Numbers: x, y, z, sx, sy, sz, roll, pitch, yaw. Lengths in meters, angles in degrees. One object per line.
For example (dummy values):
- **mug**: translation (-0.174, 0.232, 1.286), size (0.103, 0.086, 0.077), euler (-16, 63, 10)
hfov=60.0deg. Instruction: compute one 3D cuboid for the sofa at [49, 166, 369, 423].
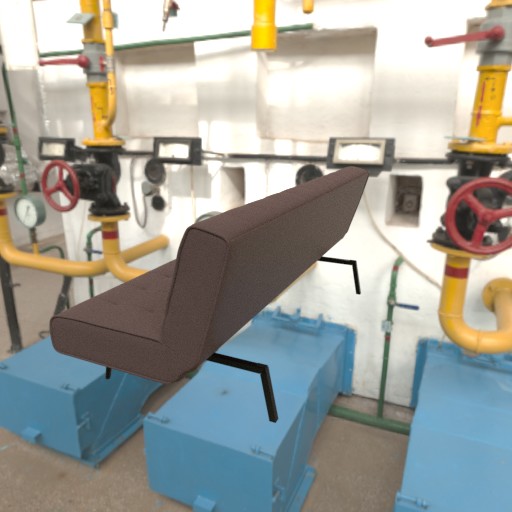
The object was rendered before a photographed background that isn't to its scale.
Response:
- **sofa**: translation (0.000, 0.000, 2.062), size (0.747, 0.699, 1.703), euler (8, 19, 24)
